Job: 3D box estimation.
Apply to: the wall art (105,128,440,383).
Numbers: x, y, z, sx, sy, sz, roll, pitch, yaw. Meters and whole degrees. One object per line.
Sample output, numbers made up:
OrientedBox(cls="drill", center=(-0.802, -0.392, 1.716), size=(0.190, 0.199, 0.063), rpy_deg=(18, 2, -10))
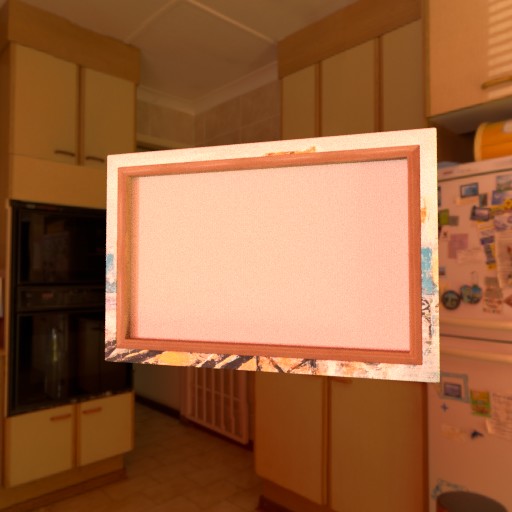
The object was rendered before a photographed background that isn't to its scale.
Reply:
OrientedBox(cls="wall art", center=(0.000, 0.000, 1.200), size=(0.913, 0.609, 0.038), rpy_deg=(-1, -2, 16))
